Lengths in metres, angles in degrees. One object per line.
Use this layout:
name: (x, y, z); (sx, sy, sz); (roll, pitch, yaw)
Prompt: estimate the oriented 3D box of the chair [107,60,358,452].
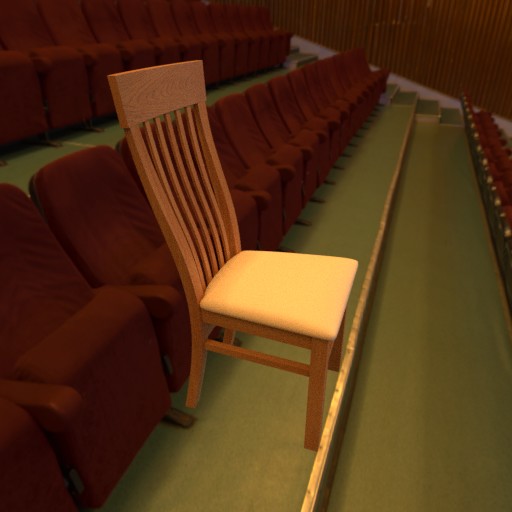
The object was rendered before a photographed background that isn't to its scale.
chair: (0.000, 0.000, 1.350); (0.580, 1.050, 0.450); (9, 29, 17)
